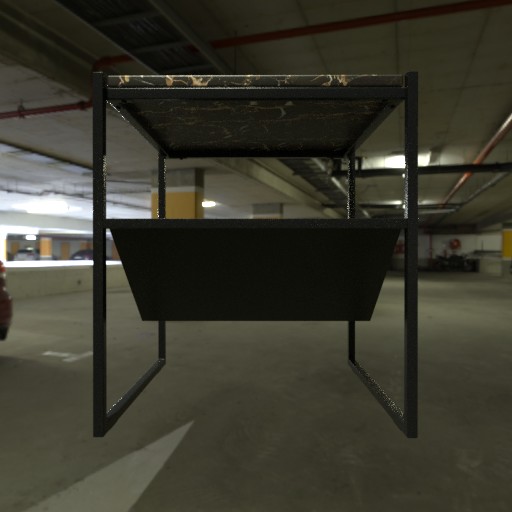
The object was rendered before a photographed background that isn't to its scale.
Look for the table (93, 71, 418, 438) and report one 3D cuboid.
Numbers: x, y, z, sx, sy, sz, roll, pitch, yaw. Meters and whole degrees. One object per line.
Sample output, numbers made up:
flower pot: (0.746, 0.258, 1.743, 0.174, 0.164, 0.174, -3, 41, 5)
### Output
table: (0.000, 0.000, 0.854, 0.469, 0.534, 0.432, 0, 0, 0)
